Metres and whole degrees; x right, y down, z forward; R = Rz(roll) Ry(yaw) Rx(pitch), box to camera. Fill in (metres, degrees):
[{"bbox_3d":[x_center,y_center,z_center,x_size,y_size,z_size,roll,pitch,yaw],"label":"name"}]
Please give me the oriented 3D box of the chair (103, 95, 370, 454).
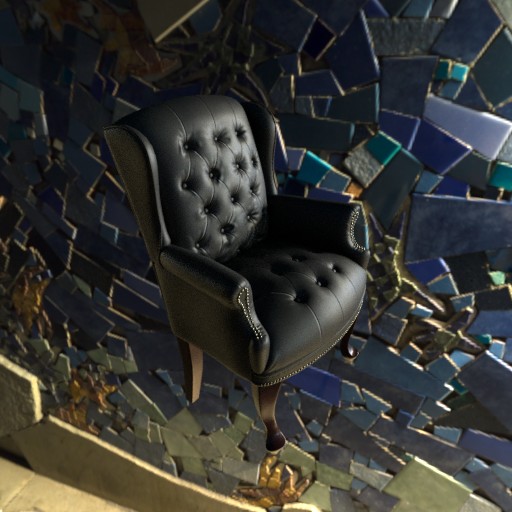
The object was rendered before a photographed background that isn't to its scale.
[{"bbox_3d":[0.000,0.000,1.683,0.762,1.111,0.838,18,32,32],"label":"chair"}]
